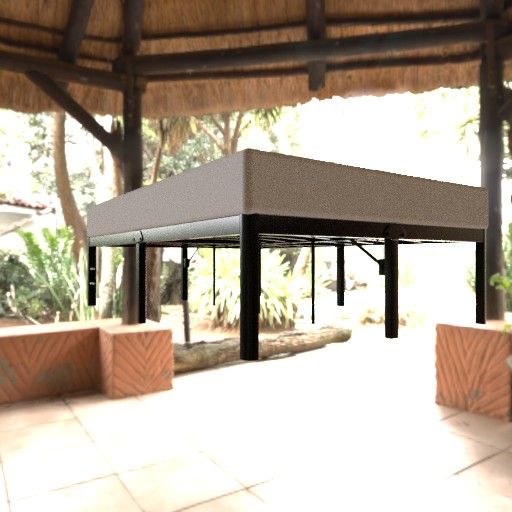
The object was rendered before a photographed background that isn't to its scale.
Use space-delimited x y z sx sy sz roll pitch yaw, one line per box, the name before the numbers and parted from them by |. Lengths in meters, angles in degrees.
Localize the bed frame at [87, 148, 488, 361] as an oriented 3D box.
bed frame | 0.000 0.000 2.545 1.408 0.659 1.956 0 0 -34
